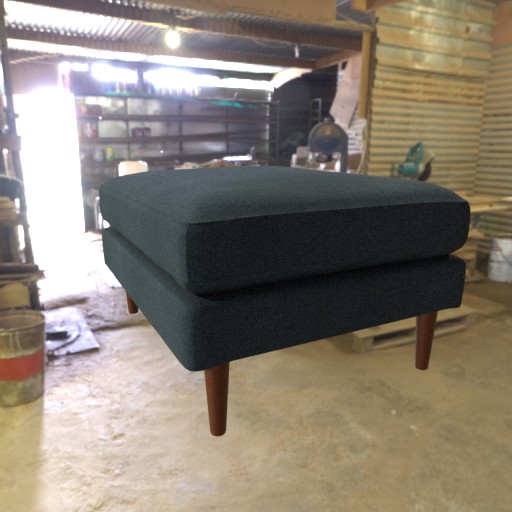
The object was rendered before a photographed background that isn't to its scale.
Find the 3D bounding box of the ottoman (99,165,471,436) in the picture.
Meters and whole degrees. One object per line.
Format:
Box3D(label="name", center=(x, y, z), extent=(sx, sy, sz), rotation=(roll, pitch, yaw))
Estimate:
Box3D(label="ottoman", center=(0.000, 0.000, 1.223), extent=(0.693, 0.474, 0.821), rotation=(-7, 16, -27))
